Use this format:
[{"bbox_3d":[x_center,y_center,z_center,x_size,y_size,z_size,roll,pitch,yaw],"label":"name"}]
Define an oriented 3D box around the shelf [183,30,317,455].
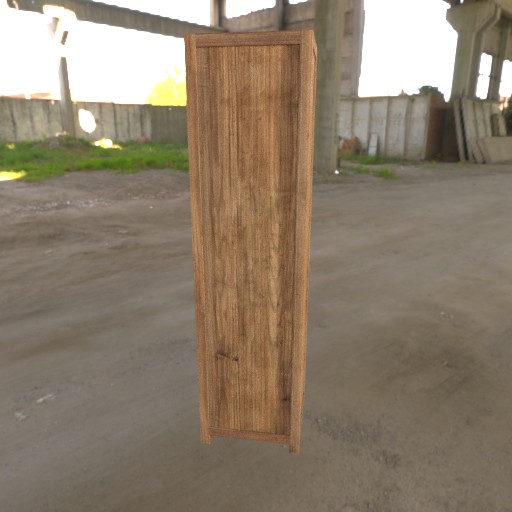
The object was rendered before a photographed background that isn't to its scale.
[{"bbox_3d":[0.000,0.000,2.154,0.500,1.900,0.428,3,17,9],"label":"shelf"}]
